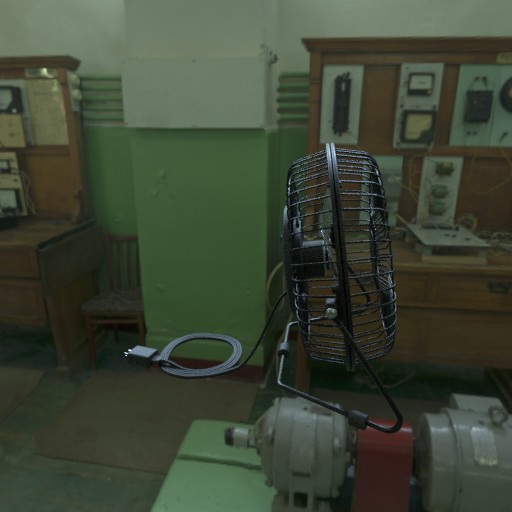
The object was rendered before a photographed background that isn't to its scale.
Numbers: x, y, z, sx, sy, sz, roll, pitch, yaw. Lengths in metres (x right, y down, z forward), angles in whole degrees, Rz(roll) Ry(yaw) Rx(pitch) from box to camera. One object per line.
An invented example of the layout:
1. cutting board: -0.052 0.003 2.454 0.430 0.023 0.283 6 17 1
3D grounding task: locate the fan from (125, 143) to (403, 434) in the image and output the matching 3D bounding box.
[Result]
1. fan: 0.000 0.000 0.377 0.227 0.188 0.209 2 17 8
